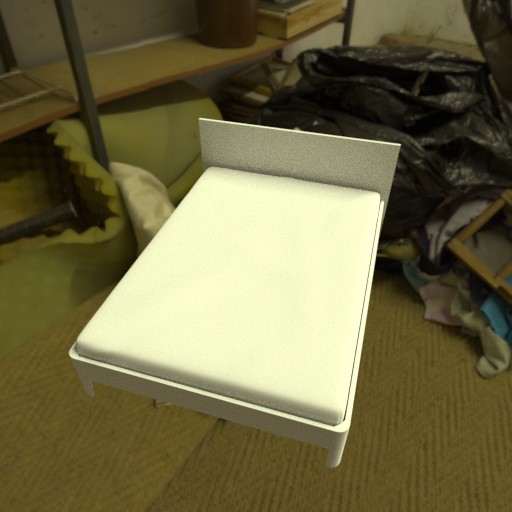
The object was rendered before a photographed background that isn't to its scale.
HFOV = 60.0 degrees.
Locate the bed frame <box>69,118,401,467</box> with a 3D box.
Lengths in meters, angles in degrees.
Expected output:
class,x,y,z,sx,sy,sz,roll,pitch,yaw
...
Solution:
class,x,y,z,sx,sy,sz,roll,pitch,yaw
bed frame,0.000,0.000,2.772,1.490,0.800,1.950,11,42,13
